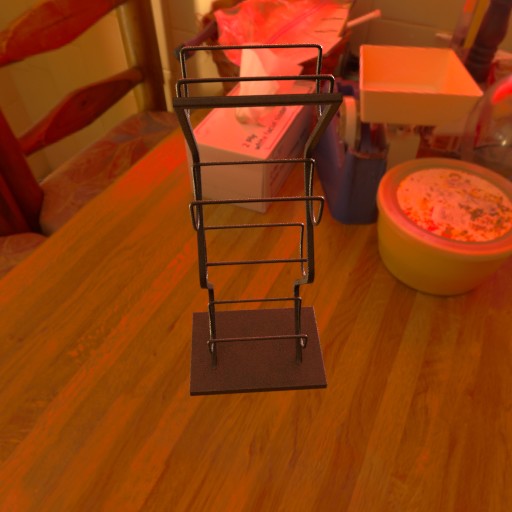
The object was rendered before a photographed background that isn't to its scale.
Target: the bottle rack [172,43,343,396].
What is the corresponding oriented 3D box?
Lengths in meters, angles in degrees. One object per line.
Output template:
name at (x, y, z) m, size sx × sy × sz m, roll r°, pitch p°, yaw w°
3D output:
bottle rack at (0.000, 0.000, 0.677) m, size 0.254 × 0.559 × 0.178 m, roll -3°, pitch 48°, yaw -2°
